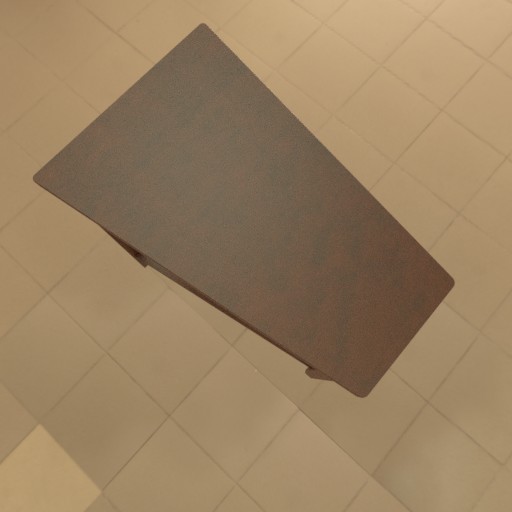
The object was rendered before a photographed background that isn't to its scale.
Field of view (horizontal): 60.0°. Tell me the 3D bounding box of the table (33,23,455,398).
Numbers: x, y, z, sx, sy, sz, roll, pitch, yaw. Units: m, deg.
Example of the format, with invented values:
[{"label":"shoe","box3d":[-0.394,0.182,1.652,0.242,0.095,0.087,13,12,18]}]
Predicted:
[{"label":"table","box3d":[0.000,0.000,0.976,0.605,0.589,0.399,41,79,10]}]
